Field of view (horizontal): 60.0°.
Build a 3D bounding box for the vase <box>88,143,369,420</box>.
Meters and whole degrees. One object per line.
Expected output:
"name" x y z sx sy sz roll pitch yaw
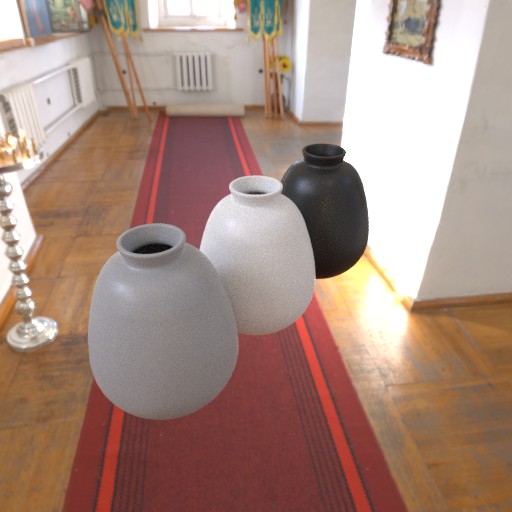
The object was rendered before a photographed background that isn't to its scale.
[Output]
"vase" 0.000 0.000 0.356 0.097 0.122 0.297 22 38 31
